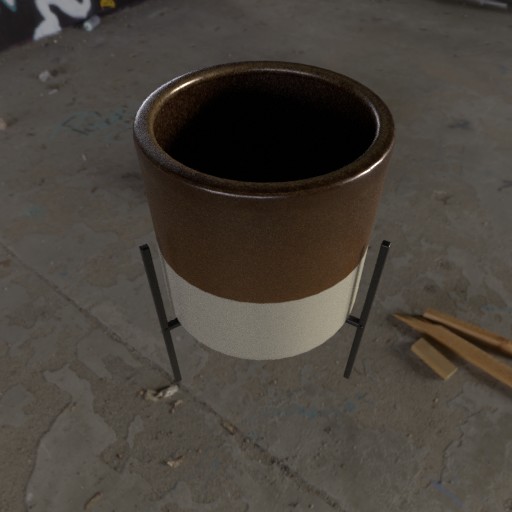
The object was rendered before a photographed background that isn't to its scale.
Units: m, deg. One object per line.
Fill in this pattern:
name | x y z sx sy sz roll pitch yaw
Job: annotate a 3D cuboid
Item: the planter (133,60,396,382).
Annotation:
planter | 0.000 0.000 0.549 0.269 0.375 0.255 -25 51 -22
